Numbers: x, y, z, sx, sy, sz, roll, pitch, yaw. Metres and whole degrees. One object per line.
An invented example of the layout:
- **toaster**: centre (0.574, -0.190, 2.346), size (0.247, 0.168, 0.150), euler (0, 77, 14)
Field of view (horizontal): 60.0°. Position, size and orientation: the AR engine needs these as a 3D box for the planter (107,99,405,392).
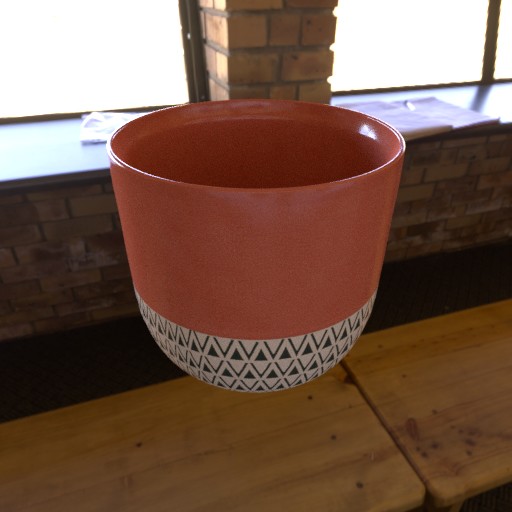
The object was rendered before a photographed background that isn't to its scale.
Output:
- **planter**: centre (0.000, 0.000, 0.480), size (0.266, 0.270, 0.266), euler (0, 32, 0)
